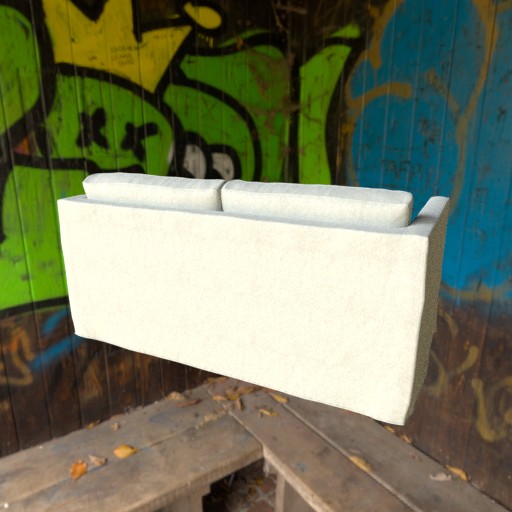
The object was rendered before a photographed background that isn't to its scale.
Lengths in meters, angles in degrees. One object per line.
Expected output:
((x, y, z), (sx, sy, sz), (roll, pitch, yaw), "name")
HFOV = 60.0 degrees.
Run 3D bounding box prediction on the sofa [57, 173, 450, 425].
((0.000, 0.000, 2.239), (1.727, 0.830, 0.944), (8, 18, 26), "sofa")
